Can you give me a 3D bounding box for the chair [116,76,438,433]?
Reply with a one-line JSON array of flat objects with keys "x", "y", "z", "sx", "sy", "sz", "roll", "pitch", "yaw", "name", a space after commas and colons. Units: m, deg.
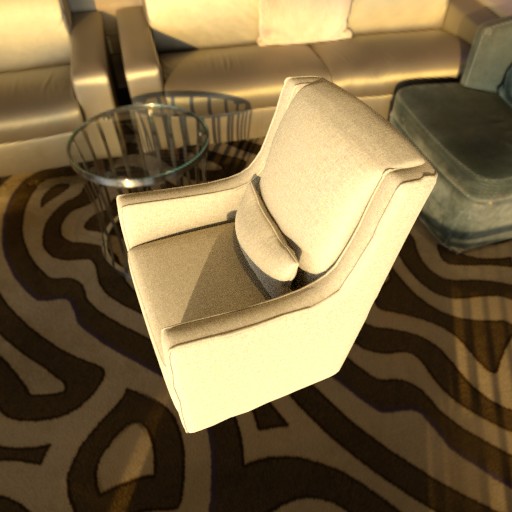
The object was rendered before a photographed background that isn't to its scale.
[{"x": 0.000, "y": 0.000, "z": 1.617, "sx": 0.879, "sy": 0.993, "sz": 0.732, "roll": -17, "pitch": 49, "yaw": -16, "name": "chair"}]
